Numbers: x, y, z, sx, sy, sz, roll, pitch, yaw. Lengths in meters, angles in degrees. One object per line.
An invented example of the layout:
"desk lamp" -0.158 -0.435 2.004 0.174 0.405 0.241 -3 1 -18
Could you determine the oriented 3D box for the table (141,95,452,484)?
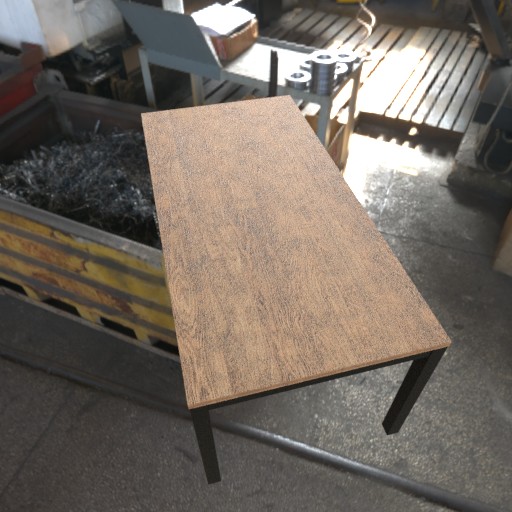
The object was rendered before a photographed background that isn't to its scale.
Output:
"table" 0.000 0.000 2.293 0.893 0.767 1.805 -11 47 -10
